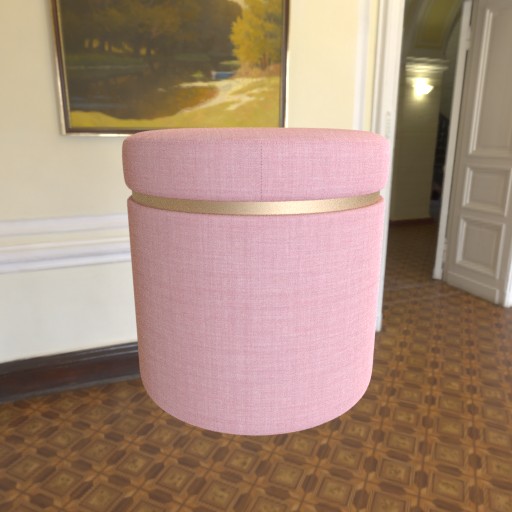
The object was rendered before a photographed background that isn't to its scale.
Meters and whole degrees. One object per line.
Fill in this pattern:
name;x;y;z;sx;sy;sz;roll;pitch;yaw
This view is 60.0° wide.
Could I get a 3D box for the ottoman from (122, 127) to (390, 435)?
ottoman;0.000;0.000;0.732;0.400;0.406;0.400;0;15;0
